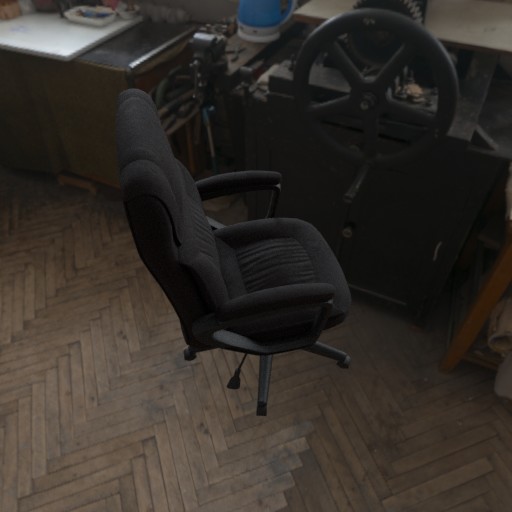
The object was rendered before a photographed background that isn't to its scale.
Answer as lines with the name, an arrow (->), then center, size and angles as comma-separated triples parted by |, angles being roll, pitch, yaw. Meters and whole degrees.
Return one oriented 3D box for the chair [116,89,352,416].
chair -> 0.000, 0.000, 1.533 | 0.724, 1.105, 0.667 | -10, 47, -9
